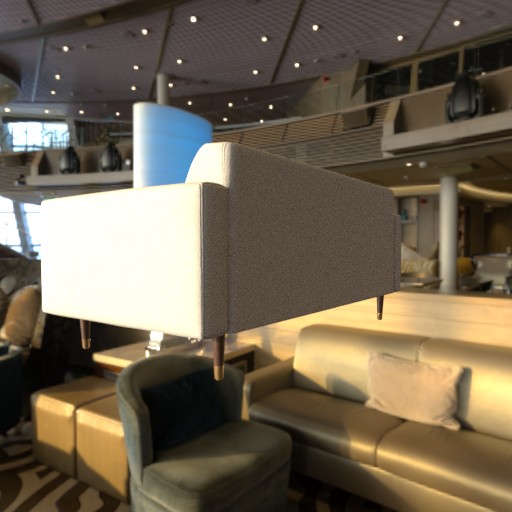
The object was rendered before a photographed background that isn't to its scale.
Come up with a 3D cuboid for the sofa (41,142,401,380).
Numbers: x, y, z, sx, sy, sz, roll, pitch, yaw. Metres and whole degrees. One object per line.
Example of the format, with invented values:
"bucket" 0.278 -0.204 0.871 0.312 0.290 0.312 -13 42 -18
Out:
"sofa" 0.000 0.000 2.371 0.969 0.814 1.895 1 2 36
